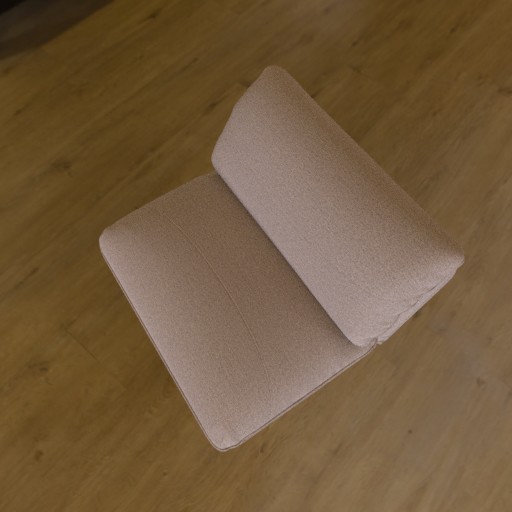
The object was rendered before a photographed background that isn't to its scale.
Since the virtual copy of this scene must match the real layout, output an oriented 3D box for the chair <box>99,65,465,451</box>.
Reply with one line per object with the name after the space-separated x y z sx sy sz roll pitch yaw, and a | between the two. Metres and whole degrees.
0.000 0.000 1.341 0.780 0.580 0.820 -31 67 -15 | chair
